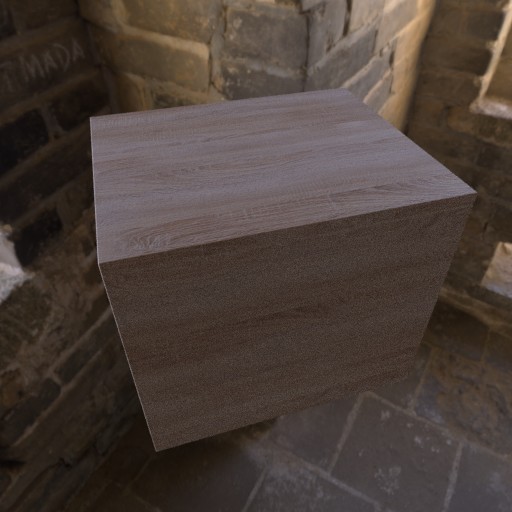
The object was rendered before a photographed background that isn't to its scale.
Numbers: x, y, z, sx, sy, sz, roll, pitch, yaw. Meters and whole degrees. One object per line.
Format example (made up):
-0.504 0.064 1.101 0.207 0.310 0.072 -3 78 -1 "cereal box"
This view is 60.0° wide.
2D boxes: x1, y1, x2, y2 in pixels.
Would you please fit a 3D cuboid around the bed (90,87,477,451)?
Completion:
0.000 0.000 0.786 0.460 0.420 0.401 -11 42 -13 "bed"
